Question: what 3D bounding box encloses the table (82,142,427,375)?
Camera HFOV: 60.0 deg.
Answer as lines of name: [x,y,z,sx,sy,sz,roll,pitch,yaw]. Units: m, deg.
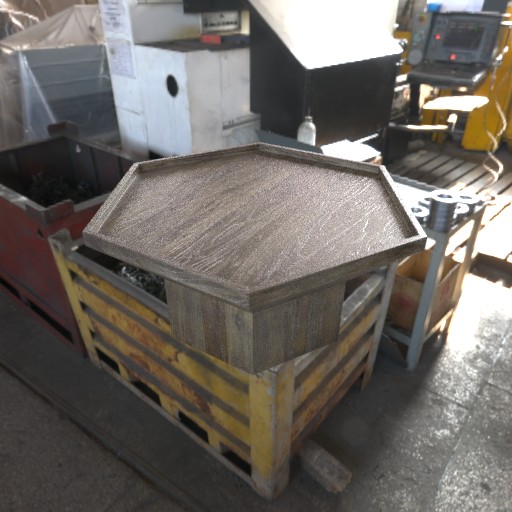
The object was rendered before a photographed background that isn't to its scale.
table: [0.000,0.000,1.602,0.966,0.488,1.115,1,32,1]
